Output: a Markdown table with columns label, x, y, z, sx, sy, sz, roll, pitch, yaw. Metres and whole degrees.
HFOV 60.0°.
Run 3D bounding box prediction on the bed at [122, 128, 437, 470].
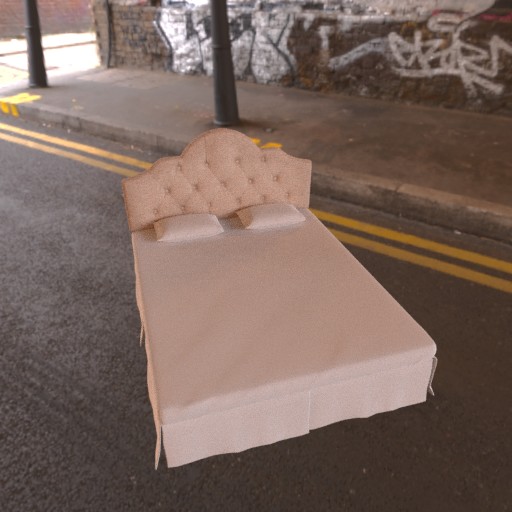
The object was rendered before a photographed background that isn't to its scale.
| label | x | y | z | sx | sy | sz | roll | pitch | yaw |
| --- | --- | --- | --- | --- | --- | --- | --- | --- | --- |
| bed | 0.000 | 0.000 | 2.955 | 1.667 | 1.194 | 1.970 | -9 | 32 | -15 |
